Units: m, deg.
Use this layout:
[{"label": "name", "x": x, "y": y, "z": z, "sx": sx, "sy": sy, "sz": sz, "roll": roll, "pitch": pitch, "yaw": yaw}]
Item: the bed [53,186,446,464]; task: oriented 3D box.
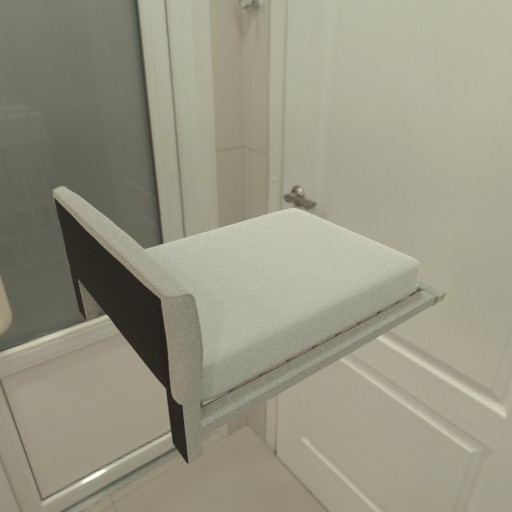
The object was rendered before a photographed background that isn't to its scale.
[{"label": "bed", "x": 0.000, "y": 0.000, "z": 3.353, "sx": 2.368, "sy": 1.067, "sz": 1.840, "roll": -19, "pitch": 33, "yaw": -32}]
